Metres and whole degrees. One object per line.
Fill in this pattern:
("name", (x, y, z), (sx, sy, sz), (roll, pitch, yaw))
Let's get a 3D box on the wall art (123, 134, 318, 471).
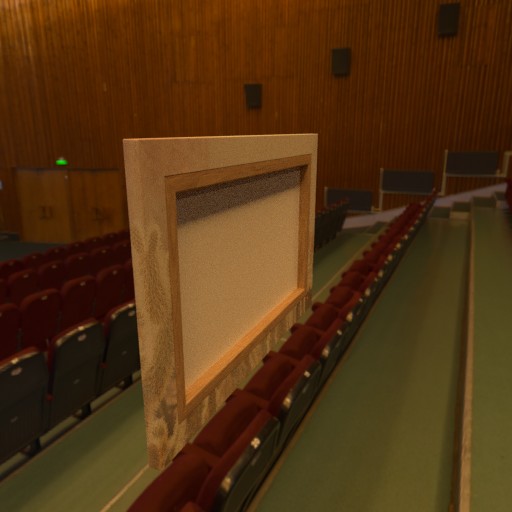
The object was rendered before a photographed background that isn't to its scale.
("wall art", (0.000, 0.000, 1.446), (0.041, 0.758, 1.142), (7, 17, 24))
